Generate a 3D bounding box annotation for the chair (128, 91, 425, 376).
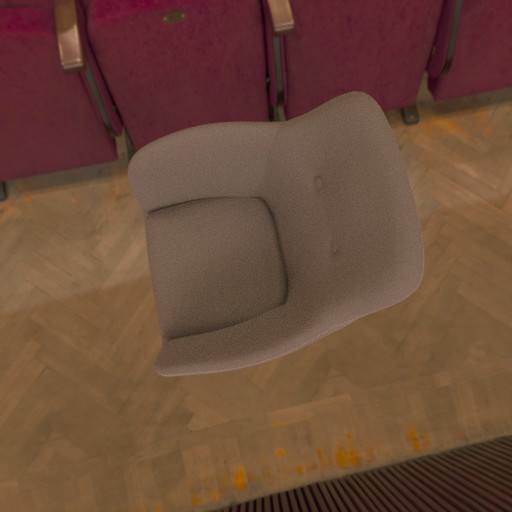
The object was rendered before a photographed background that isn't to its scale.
[{"bbox_3d":[0.000,0.000,1.215,0.590,0.830,0.570,-11,77,-3],"label":"chair"}]
